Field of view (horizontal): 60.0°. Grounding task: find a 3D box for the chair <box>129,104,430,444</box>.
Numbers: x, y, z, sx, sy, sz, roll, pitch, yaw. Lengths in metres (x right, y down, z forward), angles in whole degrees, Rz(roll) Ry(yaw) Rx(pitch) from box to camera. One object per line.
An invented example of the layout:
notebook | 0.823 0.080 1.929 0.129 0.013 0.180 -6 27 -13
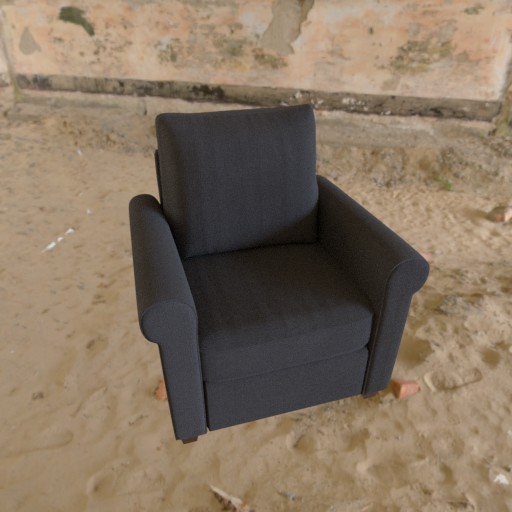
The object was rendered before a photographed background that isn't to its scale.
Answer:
chair | 0.000 0.000 1.634 0.867 0.942 0.828 -9 33 -14
